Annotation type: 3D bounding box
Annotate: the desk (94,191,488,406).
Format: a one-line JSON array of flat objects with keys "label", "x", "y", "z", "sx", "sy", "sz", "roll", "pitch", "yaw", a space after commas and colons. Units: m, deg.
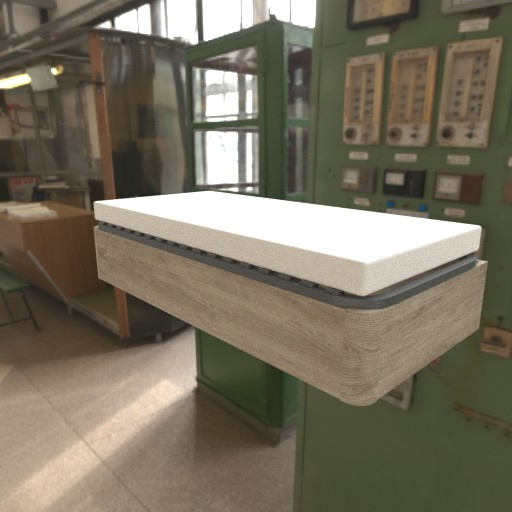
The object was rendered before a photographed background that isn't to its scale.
[{"label": "desk", "x": 0.000, "y": 0.000, "z": 2.251, "sx": 0.900, "sy": 0.455, "sz": 1.900, "roll": -13, "pitch": 19, "yaw": -41}]
